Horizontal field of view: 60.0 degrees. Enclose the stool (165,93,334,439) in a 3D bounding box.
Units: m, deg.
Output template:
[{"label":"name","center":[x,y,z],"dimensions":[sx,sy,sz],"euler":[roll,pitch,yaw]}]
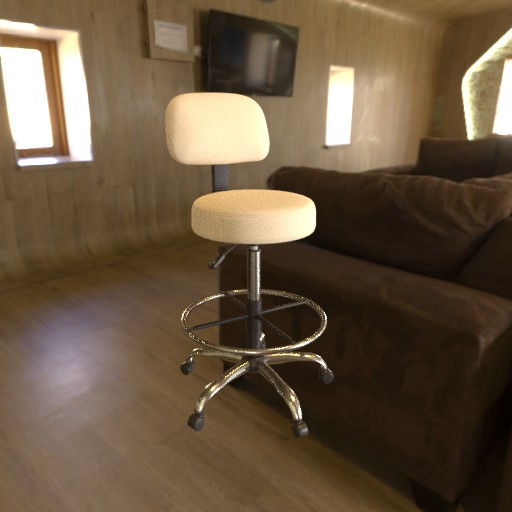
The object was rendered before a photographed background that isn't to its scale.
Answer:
[{"label":"stool","center":[0.000,0.000,1.523],"dimensions":[0.609,1.080,0.616],"euler":[-10,20,-28]}]
